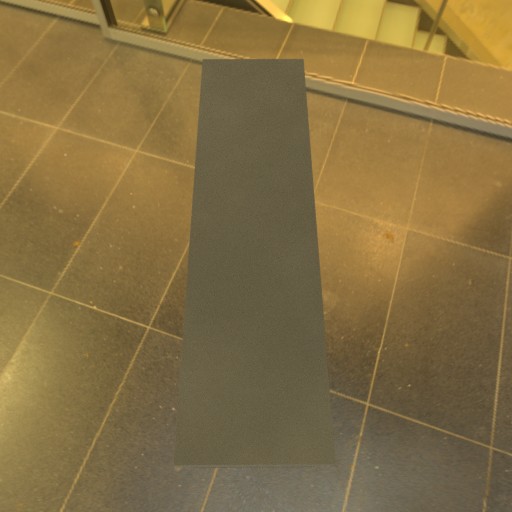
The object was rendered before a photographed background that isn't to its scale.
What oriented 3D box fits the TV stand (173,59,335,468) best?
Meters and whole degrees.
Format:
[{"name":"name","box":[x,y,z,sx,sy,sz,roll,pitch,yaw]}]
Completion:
[{"name":"TV stand","box":[0.000,0.000,1.621,0.400,0.560,1.400,0,63,0]}]
